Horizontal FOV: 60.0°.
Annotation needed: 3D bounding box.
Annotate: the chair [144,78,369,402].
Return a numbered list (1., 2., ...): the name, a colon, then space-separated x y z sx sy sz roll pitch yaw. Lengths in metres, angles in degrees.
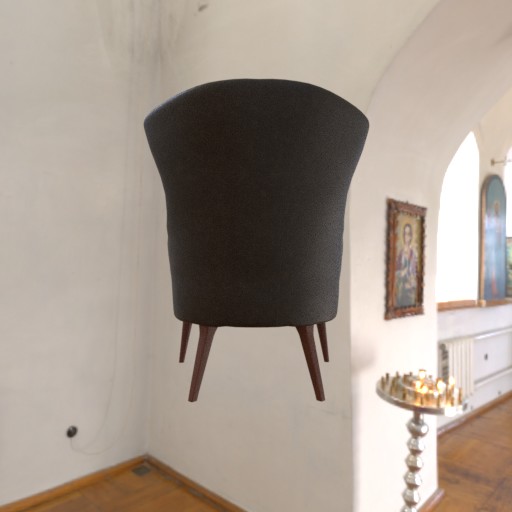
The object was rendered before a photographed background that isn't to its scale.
1. chair: 0.000 0.000 1.799 0.819 1.068 0.954 0 0 -1
